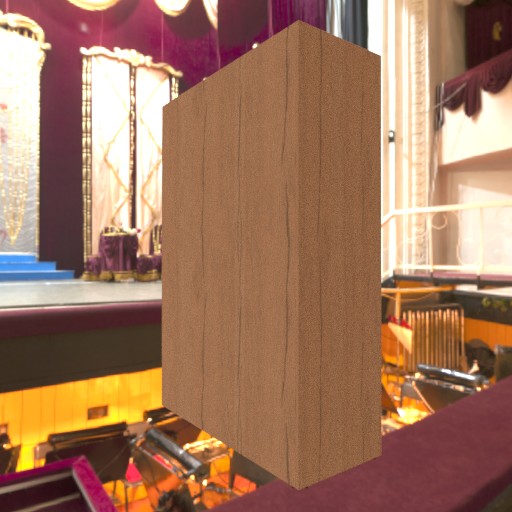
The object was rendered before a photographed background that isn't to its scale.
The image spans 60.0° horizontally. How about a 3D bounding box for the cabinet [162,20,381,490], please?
[{"bbox_3d":[0.000,0.000,2.677,0.580,2.070,1.400,0,0,-37],"label":"cabinet"}]
